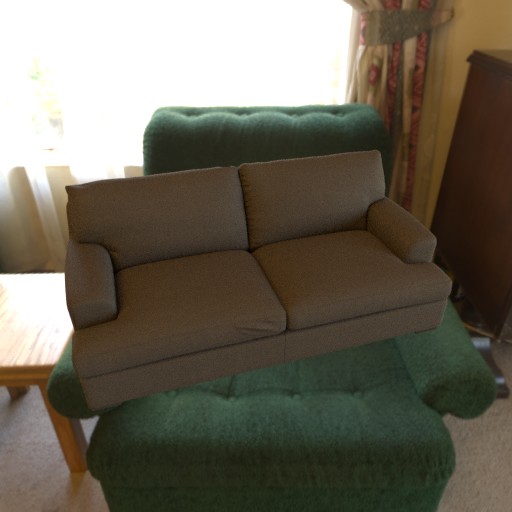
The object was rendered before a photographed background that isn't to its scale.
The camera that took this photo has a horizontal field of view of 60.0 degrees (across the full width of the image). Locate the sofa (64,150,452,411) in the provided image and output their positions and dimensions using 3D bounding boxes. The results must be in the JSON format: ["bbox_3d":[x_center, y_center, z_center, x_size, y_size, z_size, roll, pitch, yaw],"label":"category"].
[{"bbox_3d":[0.000,0.000,2.831,2.271,0.950,1.140,-10,33,-15],"label":"sofa"}]
